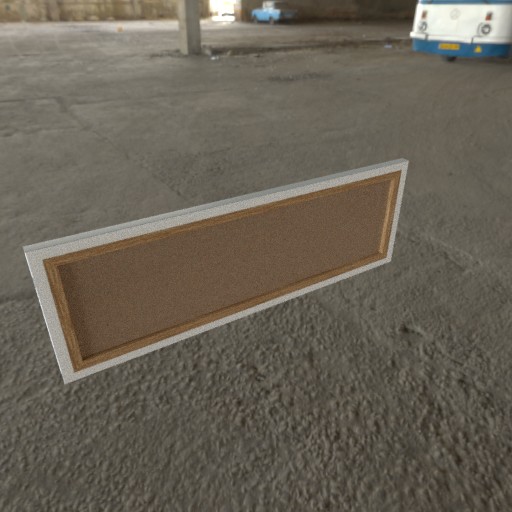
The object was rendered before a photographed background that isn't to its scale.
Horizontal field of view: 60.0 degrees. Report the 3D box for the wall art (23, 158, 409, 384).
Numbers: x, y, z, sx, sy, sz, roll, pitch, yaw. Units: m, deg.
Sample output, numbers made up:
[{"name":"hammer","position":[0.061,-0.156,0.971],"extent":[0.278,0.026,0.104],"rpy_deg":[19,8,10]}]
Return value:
[{"name":"wall art","position":[0.000,0.000,1.708],"extent":[1.520,0.507,0.044],"rpy_deg":[-17,34,-27]}]
